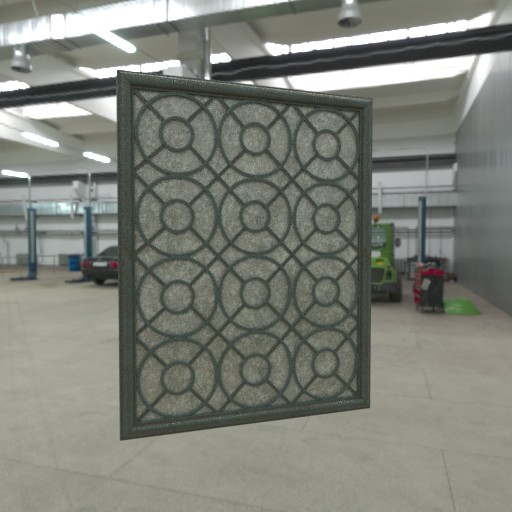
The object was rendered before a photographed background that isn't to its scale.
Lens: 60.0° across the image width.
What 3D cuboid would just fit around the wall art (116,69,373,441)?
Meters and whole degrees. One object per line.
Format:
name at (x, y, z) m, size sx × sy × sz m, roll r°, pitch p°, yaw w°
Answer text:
wall art at (0.000, 0.000, 1.289) m, size 0.767 × 0.983 × 0.030 m, roll -1°, pitch 2°, yaw -18°
